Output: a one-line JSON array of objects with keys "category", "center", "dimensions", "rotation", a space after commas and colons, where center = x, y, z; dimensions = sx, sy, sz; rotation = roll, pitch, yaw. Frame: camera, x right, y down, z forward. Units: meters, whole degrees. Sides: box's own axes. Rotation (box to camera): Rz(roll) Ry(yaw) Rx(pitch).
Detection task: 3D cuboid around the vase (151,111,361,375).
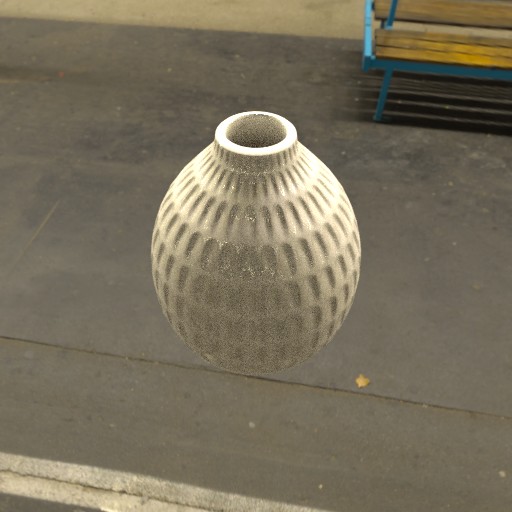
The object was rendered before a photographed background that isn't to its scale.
[{"category": "vase", "center": [0.000, 0.000, 0.350], "dimensions": [0.162, 0.223, 0.162], "rotation": [0, 47, 0]}]
